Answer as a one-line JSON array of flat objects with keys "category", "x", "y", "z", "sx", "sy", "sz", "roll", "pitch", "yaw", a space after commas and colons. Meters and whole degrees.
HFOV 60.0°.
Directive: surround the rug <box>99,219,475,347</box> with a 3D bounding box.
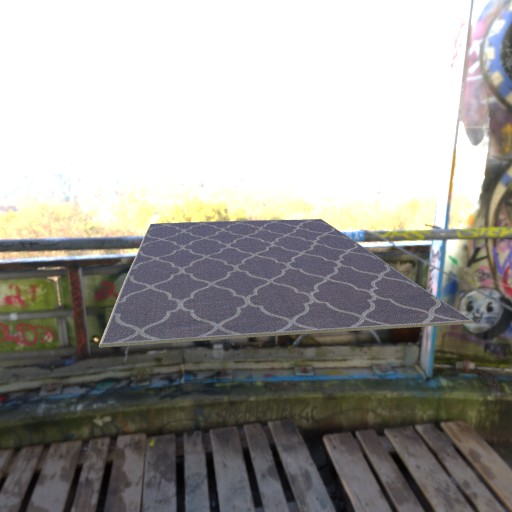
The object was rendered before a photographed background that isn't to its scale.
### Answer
[{"category": "rug", "x": 0.000, "y": 0.000, "z": 2.839, "sx": 1.528, "sy": 0.014, "sz": 2.294, "roll": -2, "pitch": 16, "yaw": -8}]
